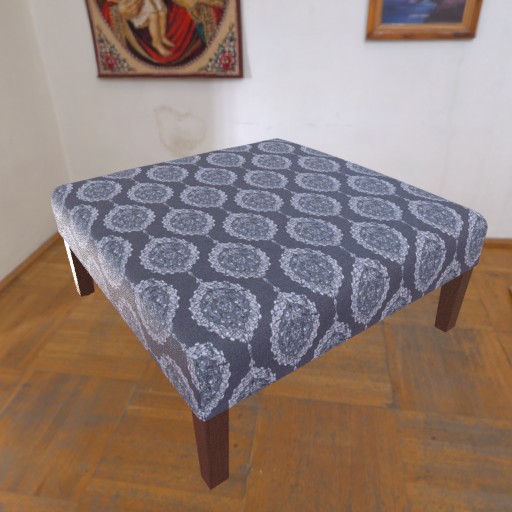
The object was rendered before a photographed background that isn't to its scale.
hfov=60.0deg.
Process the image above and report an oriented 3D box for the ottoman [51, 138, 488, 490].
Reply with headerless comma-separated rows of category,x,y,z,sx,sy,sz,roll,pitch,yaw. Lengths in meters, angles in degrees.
ottoman,0.000,0.000,1.323,0.889,0.409,0.890,-21,37,-30
